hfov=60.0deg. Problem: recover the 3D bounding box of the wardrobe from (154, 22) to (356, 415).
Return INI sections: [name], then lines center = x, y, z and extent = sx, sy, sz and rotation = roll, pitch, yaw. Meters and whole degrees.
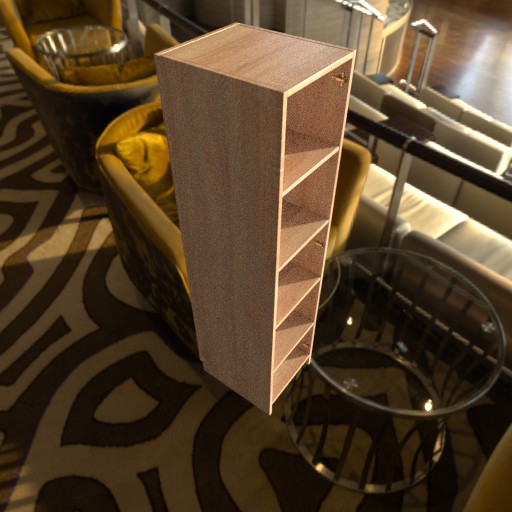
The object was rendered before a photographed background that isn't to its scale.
[wardrobe]
center = 0.000, 0.000, 2.401
extent = 0.588, 2.117, 0.496
rotation = 27, 50, 26
